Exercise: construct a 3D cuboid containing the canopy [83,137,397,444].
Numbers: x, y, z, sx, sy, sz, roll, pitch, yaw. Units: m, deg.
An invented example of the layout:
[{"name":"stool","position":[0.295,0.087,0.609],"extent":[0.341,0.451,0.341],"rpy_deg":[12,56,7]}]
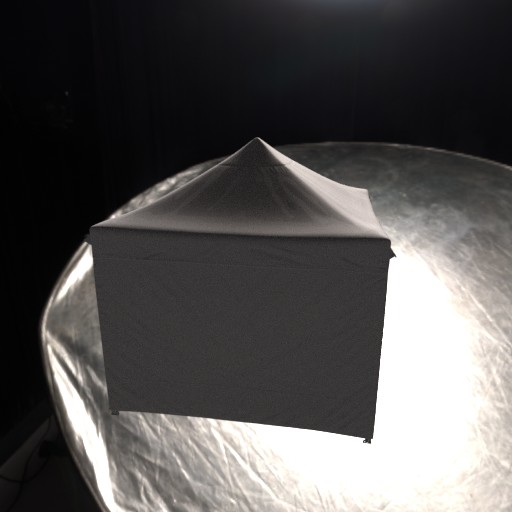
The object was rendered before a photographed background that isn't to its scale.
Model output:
[{"name":"canopy","position":[0.000,0.000,5.790],"extent":[3.043,2.997,3.121],"rpy_deg":[3,18,9]}]
